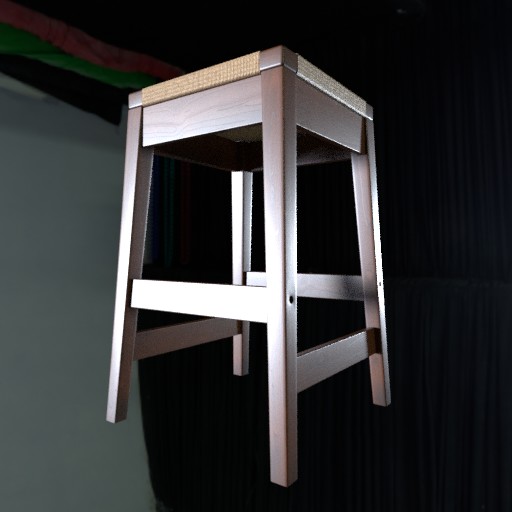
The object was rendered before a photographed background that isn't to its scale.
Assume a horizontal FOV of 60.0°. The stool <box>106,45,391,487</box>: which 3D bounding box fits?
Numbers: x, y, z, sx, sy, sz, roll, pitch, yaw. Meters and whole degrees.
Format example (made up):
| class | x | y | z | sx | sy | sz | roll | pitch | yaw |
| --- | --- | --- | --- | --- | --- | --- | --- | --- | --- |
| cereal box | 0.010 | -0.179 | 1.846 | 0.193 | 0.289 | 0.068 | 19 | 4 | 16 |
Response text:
| class | x | y | z | sx | sy | sz | roll | pitch | yaw |
| --- | --- | --- | --- | --- | --- | --- | --- | --- | --- |
| stool | 0.000 | 0.000 | 1.085 | 0.497 | 0.762 | 0.507 | 1 | 1 | 36 |
